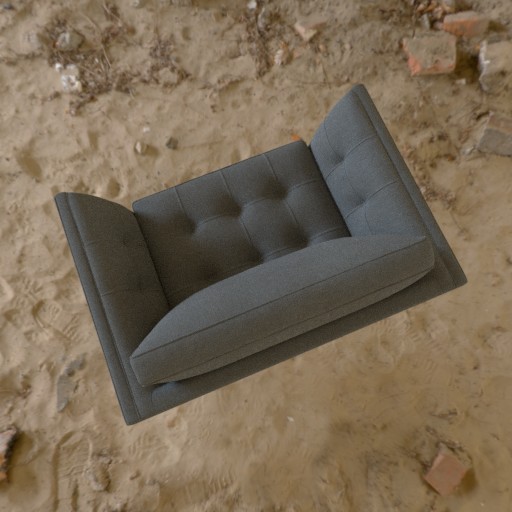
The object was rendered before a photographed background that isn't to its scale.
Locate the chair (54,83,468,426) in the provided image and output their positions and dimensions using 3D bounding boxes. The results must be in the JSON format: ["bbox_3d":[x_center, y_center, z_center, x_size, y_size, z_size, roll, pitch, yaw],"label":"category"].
[{"bbox_3d":[0.000,0.000,2.049,1.396,0.942,0.965,-22,77,-5],"label":"chair"}]
